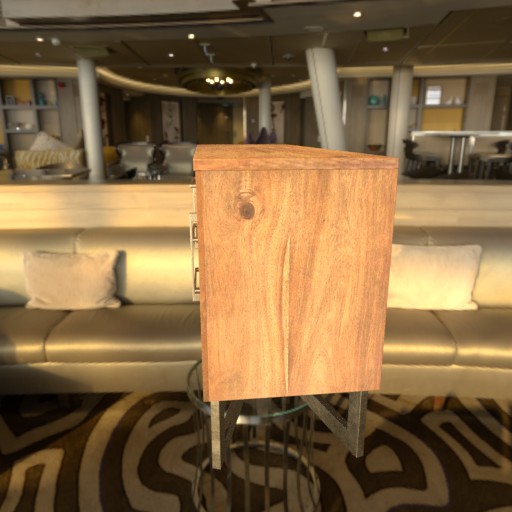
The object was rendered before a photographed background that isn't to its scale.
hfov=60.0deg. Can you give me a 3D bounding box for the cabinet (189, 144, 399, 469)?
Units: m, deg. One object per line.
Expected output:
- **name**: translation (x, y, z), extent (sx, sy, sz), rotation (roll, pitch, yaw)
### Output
- **cabinet**: translation (0.000, 0.000, 1.723), extent (0.480, 0.812, 1.373), rotation (-2, 15, -7)
